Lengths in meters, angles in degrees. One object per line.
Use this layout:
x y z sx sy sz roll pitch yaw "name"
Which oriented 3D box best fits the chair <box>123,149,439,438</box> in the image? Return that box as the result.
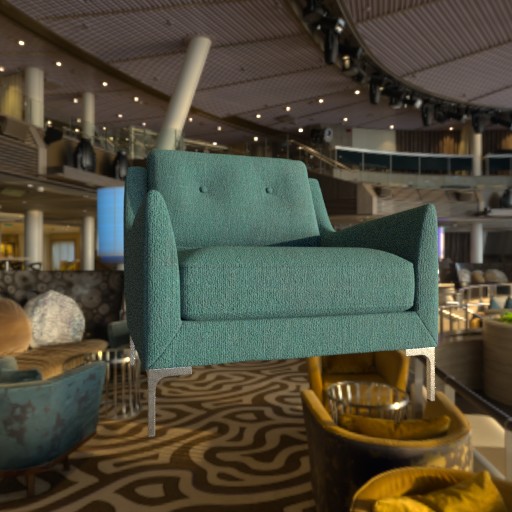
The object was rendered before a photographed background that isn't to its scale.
0.000 0.000 1.513 0.847 0.828 0.849 0 -1 -19 "chair"
